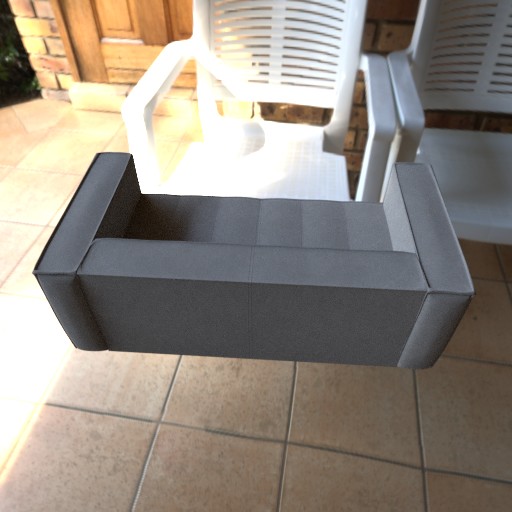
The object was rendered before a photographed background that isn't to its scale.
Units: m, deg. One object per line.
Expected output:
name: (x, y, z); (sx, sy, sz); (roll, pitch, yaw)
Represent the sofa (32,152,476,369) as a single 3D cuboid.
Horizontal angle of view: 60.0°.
sofa: (0.000, 0.000, 2.503); (1.995, 0.680, 1.038); (3, 46, 3)
